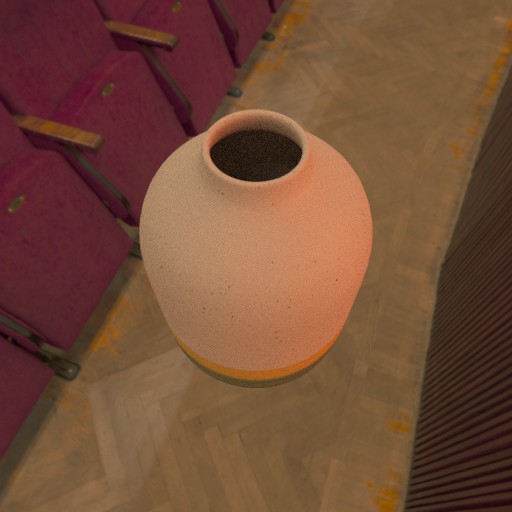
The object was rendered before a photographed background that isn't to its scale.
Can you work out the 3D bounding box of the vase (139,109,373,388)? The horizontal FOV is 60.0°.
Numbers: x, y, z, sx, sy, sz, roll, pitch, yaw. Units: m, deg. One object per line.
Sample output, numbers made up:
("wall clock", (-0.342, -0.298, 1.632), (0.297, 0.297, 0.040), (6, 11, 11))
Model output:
("vase", (0.000, 0.000, 0.358), (0.169, 0.240, 0.169), (0, 58, 0))
